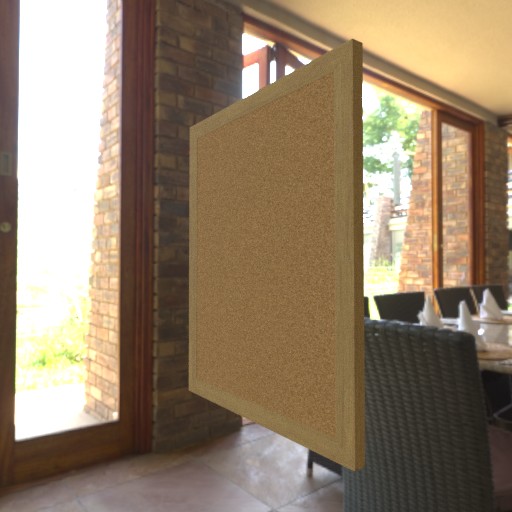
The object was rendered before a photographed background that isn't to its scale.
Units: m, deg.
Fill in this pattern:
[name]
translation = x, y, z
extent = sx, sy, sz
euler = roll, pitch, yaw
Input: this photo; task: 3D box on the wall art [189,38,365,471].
[wall art]
translation = 0.000, 0.000, 0.766
extent = 0.020, 0.561, 0.460
euler = 1, -2, -36
